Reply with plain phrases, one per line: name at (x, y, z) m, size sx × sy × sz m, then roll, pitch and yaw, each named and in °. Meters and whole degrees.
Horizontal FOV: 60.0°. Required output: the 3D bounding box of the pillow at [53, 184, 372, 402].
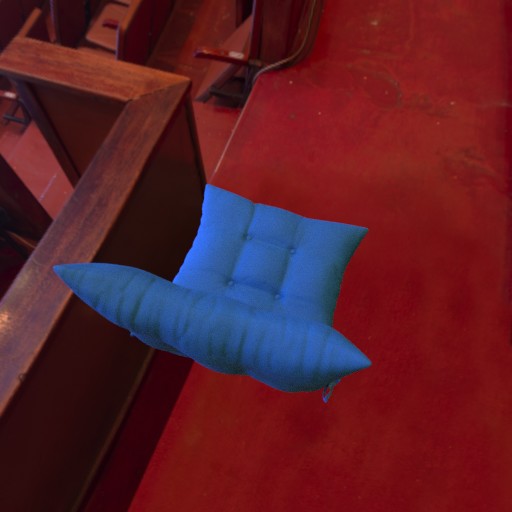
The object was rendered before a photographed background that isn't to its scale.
pillow at (0.000, 0.000, 0.996) m, size 0.541 × 0.536 × 0.585 m, roll 16°, pitch 64°, yaw 8°
